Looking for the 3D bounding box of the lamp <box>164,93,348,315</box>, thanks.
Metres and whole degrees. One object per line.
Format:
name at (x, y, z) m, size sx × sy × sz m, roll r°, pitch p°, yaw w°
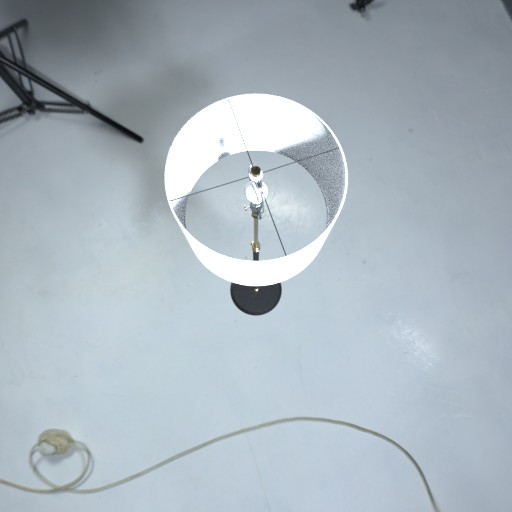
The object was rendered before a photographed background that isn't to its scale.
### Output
lamp at (0.000, 0.000, 1.696) m, size 0.404 × 1.517 × 0.404 m, roll -18°, pitch 77°, yaw -5°
